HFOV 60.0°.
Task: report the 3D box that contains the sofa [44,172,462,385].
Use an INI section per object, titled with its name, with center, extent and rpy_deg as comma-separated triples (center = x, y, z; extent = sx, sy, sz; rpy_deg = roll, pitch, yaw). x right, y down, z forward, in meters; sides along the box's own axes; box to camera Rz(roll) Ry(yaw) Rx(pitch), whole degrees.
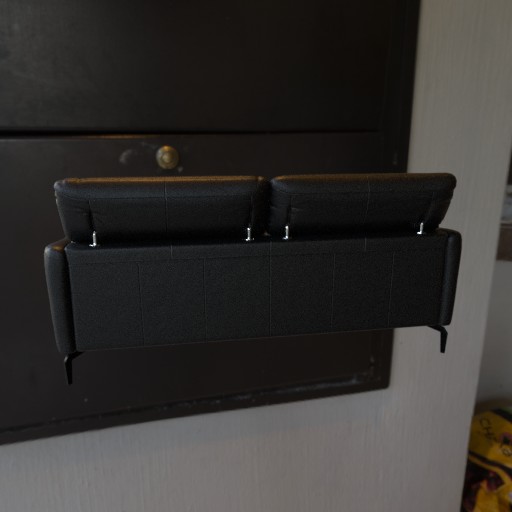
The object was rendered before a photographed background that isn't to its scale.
[sofa]
center = 0.000, 0.000, 2.486
extent = 2.069, 0.957, 0.856
rpy_deg = -2, 15, -9
